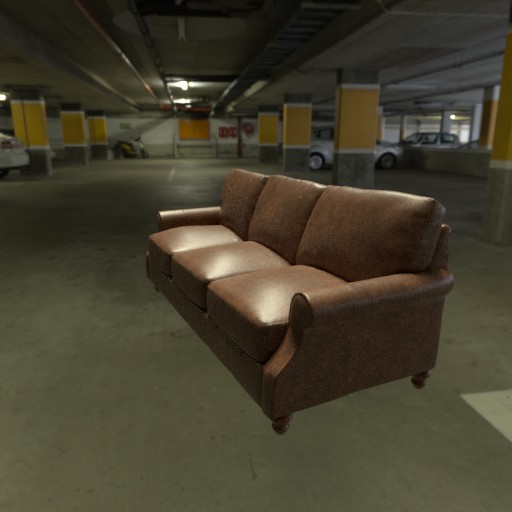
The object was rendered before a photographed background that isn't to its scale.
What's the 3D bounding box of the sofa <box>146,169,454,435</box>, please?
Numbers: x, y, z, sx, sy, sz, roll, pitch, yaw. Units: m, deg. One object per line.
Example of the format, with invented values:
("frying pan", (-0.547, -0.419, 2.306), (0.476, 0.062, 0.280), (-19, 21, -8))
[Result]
("sofa", (0.000, 0.000, 2.837), (0.973, 0.977, 2.351), (-7, 16, -25))
